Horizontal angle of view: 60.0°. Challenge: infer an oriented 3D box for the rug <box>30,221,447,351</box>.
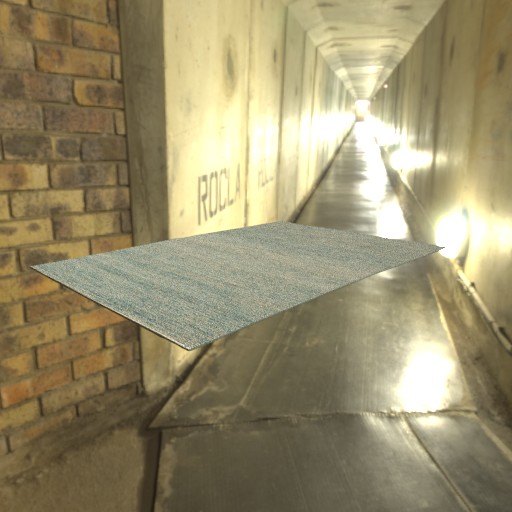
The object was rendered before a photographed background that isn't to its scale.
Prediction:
[{"bbox_3d":[0.000,0.000,5.179,2.802,0.052,4.078,14,20,43],"label":"rug"}]
